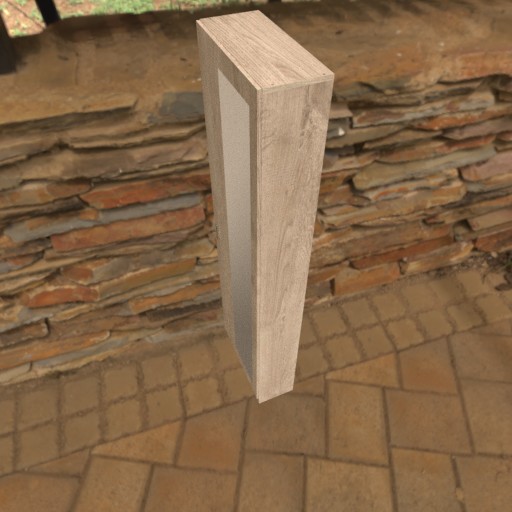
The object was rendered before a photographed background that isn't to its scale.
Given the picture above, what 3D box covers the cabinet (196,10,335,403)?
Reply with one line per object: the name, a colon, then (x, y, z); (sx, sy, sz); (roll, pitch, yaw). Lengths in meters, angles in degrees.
cabinet: (0.000, 0.000, 1.930); (0.230, 1.790, 0.500); (-17, 50, -15)
